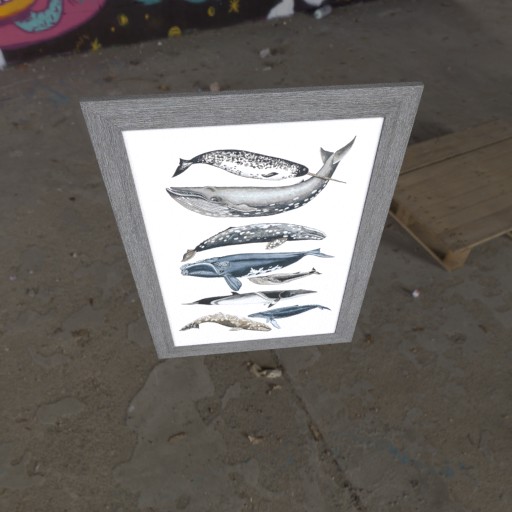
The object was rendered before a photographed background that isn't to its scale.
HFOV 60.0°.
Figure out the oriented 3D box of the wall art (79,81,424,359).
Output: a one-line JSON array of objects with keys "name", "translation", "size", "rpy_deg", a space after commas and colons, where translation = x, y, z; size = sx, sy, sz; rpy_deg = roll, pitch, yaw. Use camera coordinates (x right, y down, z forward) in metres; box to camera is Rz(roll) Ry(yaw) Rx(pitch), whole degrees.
[{"name": "wall art", "translation": [0.000, 0.000, 1.378], "size": [0.768, 1.070, 0.020], "rpy_deg": [-4, 47, -4]}]
